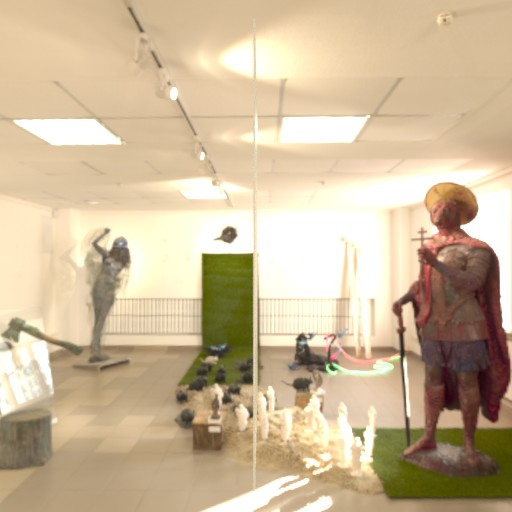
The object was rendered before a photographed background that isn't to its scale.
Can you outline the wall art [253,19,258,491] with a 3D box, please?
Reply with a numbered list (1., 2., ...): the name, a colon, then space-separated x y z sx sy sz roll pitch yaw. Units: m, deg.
1. wall art: 0.000 0.000 0.801 0.003 0.609 0.457 0 -1 1
